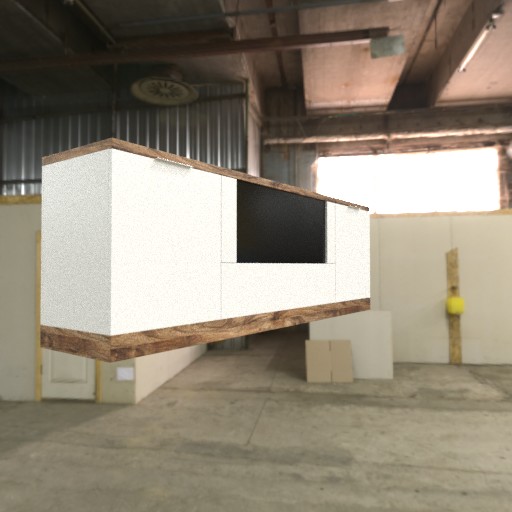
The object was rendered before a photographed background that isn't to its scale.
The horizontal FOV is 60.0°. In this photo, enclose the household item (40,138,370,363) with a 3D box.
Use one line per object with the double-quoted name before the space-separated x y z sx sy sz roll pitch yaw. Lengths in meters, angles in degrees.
"household item" 0.000 0.000 2.037 0.390 0.615 1.800 -1 -1 37
